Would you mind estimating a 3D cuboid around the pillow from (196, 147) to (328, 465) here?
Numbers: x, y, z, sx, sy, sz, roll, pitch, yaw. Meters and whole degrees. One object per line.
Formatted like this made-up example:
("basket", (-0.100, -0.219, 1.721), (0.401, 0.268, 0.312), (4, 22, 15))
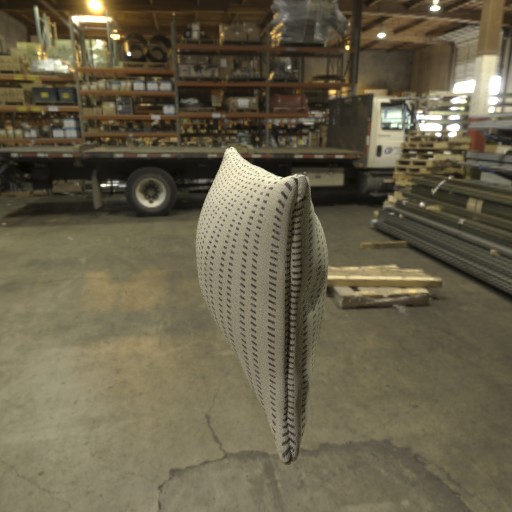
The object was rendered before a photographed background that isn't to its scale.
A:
("pillow", (0.000, 0.000, 0.795), (0.210, 0.353, 0.640), (-3, 17, -9))
